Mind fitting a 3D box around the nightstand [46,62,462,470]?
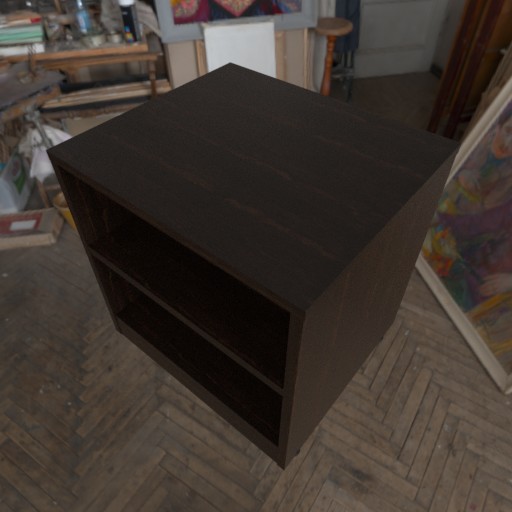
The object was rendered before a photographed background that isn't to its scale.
[{"bbox_3d":[0.000,0.000,0.864,0.489,0.487,0.427,30,53,26],"label":"nightstand"}]
